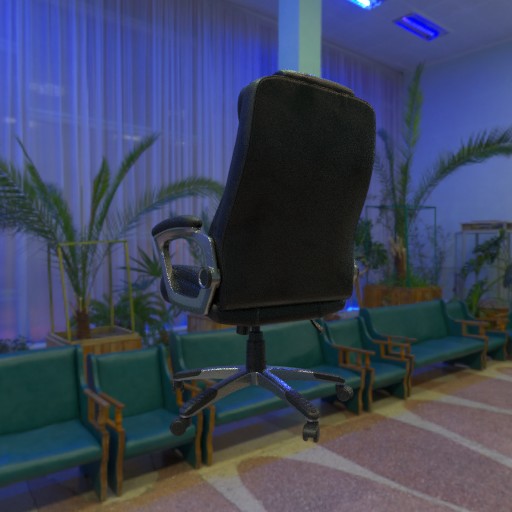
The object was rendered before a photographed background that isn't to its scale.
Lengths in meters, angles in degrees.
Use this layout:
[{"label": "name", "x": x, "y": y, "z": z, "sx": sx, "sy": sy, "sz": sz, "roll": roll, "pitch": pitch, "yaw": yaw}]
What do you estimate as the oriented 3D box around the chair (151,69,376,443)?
[{"label": "chair", "x": 0.000, "y": 0.000, "z": 1.558, "sx": 0.697, "sy": 1.075, "sz": 0.689, "roll": -1, "pitch": 1, "yaw": -35}]
